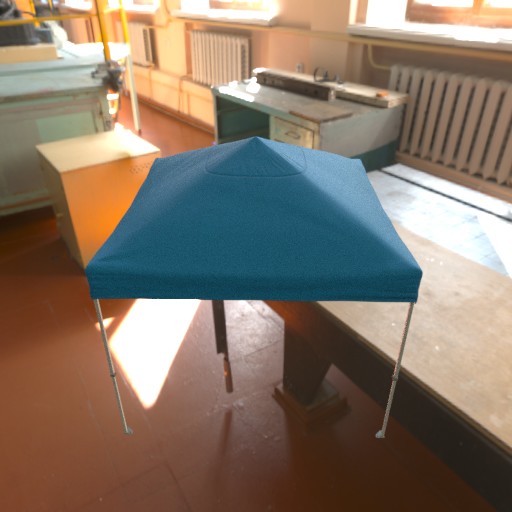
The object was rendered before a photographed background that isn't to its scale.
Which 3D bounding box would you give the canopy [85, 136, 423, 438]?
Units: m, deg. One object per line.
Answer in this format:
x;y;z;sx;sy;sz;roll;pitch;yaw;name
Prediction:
0.000;0.000;5.536;2.998;2.997;2.996;1;31;1;canopy
